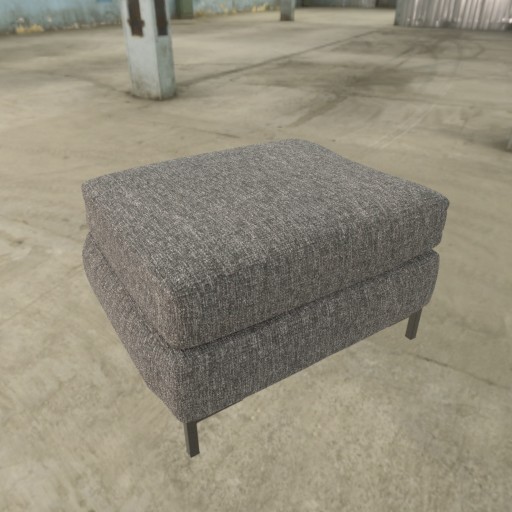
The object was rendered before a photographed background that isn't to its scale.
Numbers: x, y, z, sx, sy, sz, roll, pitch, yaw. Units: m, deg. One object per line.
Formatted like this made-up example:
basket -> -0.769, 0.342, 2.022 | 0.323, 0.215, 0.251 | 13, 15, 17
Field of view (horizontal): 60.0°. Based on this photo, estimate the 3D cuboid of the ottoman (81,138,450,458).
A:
ottoman -> 0.000, 0.000, 1.239 | 0.828, 0.480, 0.683 | -18, 35, -28
